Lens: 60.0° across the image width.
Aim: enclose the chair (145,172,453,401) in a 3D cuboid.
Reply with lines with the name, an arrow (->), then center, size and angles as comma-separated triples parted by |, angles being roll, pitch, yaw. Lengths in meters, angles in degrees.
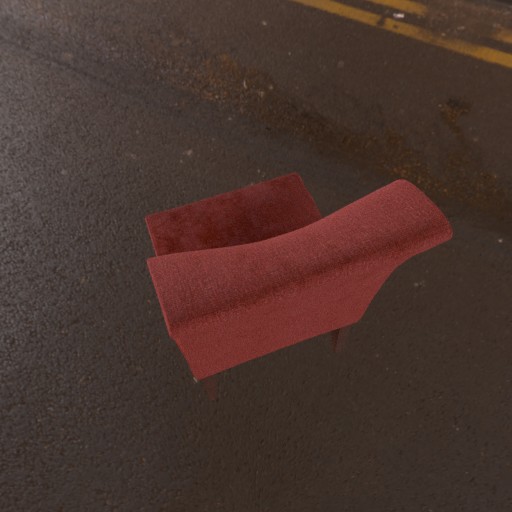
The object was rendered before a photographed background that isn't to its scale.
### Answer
chair -> 0.000, 0.000, 1.234 | 0.538, 0.846, 0.640 | -18, 60, -10
